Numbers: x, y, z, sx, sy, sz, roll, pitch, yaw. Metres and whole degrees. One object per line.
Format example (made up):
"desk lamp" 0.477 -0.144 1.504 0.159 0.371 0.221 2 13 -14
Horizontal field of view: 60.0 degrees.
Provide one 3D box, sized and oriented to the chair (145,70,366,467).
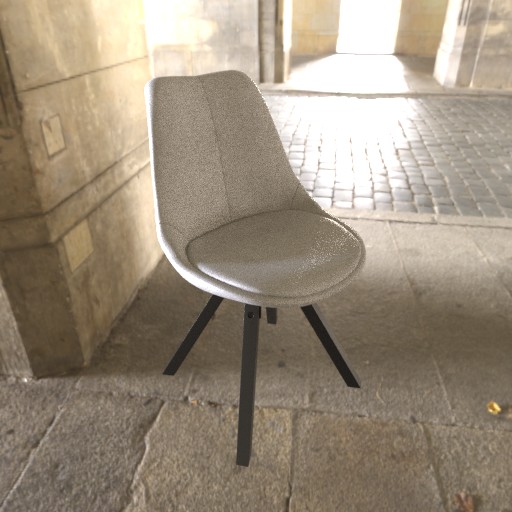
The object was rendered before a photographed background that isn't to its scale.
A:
"chair" 0.000 0.000 1.169 0.485 0.850 0.550 -21 36 -33
